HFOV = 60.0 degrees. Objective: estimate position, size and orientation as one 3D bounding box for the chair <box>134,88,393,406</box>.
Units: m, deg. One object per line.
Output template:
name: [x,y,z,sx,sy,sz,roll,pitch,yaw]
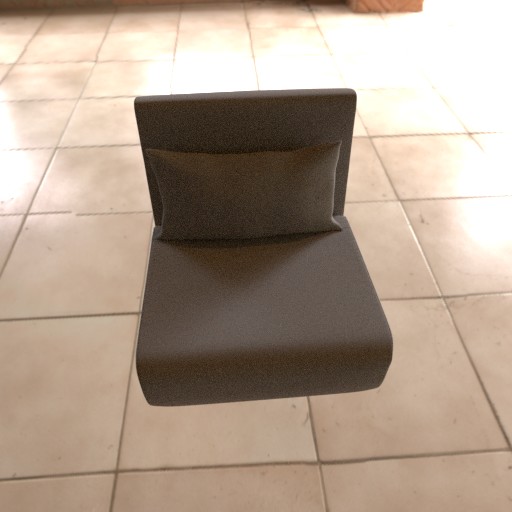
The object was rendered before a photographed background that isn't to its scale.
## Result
chair: [0.000,0.000,1.530,0.770,0.808,0.902,-3,46,-3]
